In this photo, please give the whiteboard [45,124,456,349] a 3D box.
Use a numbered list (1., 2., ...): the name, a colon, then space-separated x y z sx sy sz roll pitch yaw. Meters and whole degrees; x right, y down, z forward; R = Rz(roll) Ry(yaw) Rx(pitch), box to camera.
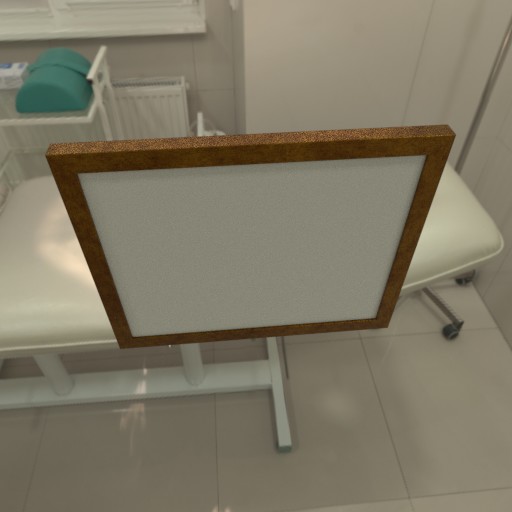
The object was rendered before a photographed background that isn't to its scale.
1. whiteboard: 0.000 0.000 0.775 0.561 0.457 0.029 -4 45 -4
